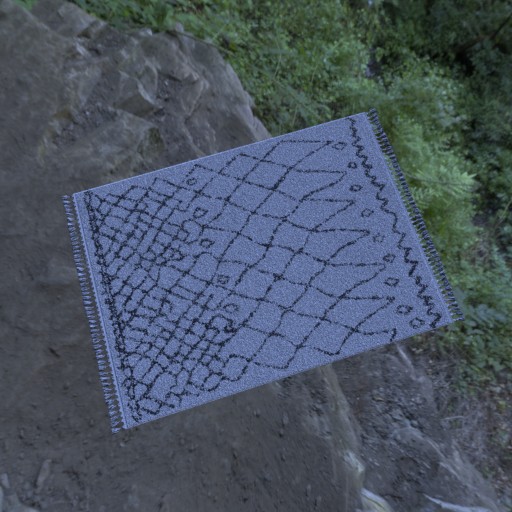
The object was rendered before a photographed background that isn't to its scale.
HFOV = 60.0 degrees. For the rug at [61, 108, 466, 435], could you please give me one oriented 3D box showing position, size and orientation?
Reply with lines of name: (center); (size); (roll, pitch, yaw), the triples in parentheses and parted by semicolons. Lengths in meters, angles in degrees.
rug: (0.000, 0.000, 2.948); (2.312, 0.017, 1.613); (-17, 76, -4)
